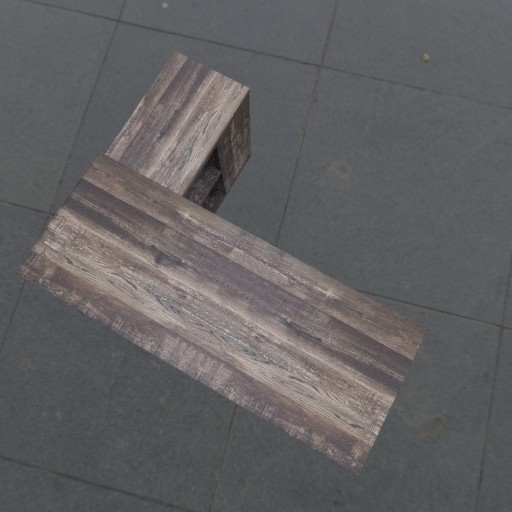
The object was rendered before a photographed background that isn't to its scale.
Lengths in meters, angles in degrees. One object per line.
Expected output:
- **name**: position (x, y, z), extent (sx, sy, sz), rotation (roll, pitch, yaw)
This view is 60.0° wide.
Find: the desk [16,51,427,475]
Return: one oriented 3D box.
- **desk**: position (0.000, 0.000, 2.165), extent (1.524, 0.753, 1.200), rotation (29, 79, 6)
